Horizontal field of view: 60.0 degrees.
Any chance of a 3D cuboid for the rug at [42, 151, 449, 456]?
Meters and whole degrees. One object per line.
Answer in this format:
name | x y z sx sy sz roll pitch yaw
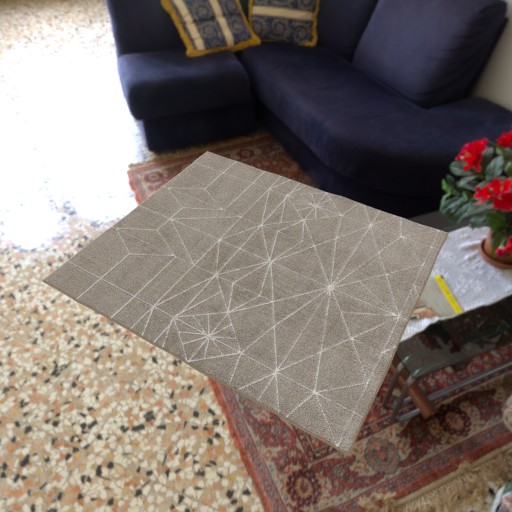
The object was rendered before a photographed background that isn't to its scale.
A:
rug | 0.000 0.000 0.904 0.639 0.006 0.548 23 49 22
